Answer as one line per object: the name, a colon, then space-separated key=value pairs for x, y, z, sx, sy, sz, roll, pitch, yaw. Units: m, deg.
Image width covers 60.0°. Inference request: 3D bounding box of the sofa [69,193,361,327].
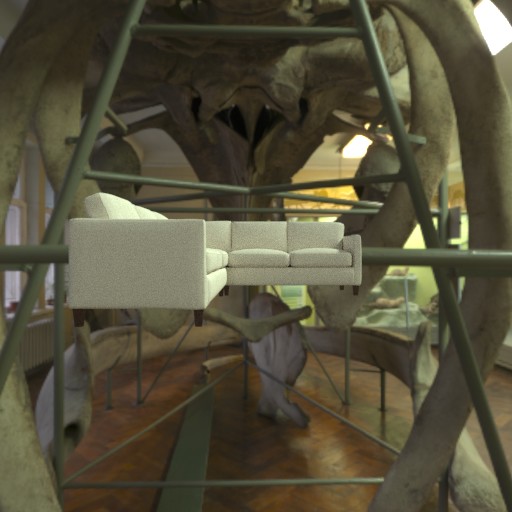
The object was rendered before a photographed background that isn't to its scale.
sofa: x=0.000 y=0.000 z=4.558 sx=2.593 sy=0.947 sz=3.302 roll=0 pitch=0 yaw=-1
